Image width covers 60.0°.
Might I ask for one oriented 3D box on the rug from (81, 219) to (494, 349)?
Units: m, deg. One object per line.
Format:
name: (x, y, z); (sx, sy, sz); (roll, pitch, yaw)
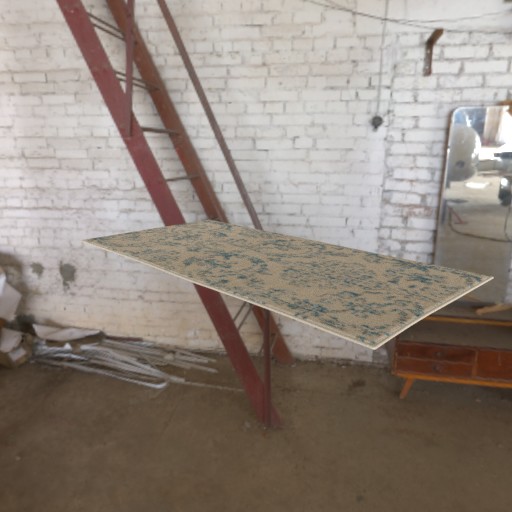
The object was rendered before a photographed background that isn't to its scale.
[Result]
rug: (0.000, 0.000, 1.411); (0.605, 0.007, 1.220); (-14, 21, -43)
